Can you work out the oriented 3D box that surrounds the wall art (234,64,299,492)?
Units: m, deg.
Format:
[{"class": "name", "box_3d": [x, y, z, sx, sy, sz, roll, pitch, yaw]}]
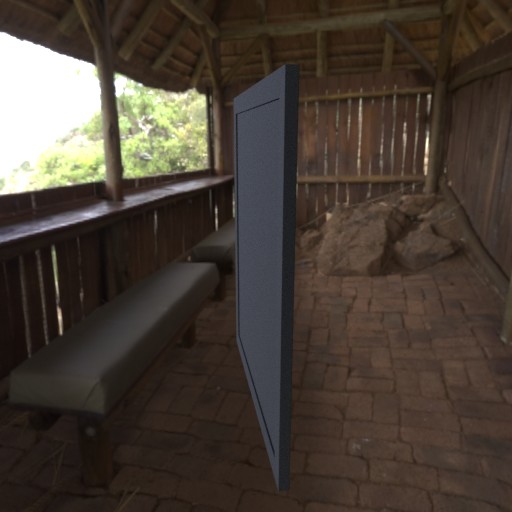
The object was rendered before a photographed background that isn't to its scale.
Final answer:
[{"class": "wall art", "box_3d": [0.000, 0.000, 0.505, 0.010, 0.361, 0.311, -3, 15, -9]}]
